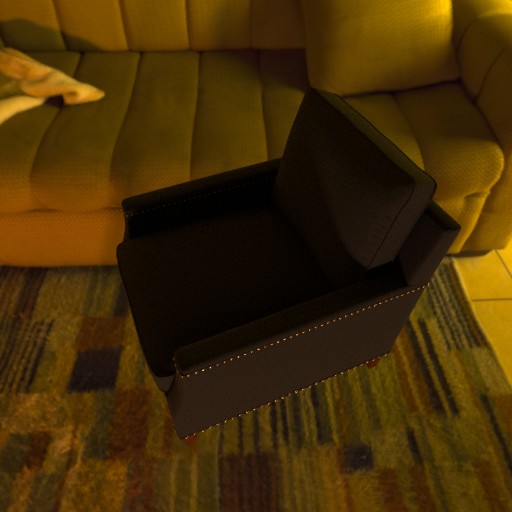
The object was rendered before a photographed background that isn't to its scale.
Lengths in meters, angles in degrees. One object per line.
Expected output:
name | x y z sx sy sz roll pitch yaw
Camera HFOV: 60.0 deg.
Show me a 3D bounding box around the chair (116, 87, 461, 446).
chair | 0.000 0.000 1.710 1.014 0.943 0.853 -18 50 -16
